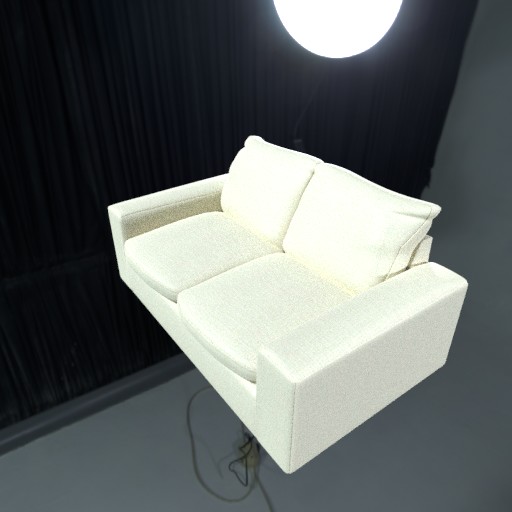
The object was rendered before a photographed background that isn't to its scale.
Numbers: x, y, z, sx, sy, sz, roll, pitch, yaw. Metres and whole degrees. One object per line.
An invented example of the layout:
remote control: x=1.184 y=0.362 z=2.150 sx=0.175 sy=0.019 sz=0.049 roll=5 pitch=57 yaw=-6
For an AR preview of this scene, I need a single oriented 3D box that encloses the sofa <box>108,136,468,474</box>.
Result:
sofa: x=0.000 y=0.000 z=2.363 sx=1.091 sy=0.875 sz=1.754 roll=-20 pitch=36 yaw=-30
